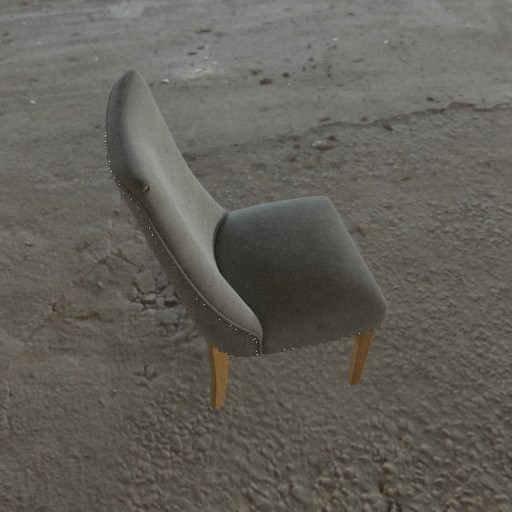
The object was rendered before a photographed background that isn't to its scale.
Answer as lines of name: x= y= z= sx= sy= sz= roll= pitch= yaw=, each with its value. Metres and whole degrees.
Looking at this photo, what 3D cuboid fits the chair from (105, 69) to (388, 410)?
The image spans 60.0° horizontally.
chair: x=0.000 y=0.000 z=1.225 sx=0.610 sy=0.902 sz=0.495 roll=-10 pitch=47 yaw=-9
